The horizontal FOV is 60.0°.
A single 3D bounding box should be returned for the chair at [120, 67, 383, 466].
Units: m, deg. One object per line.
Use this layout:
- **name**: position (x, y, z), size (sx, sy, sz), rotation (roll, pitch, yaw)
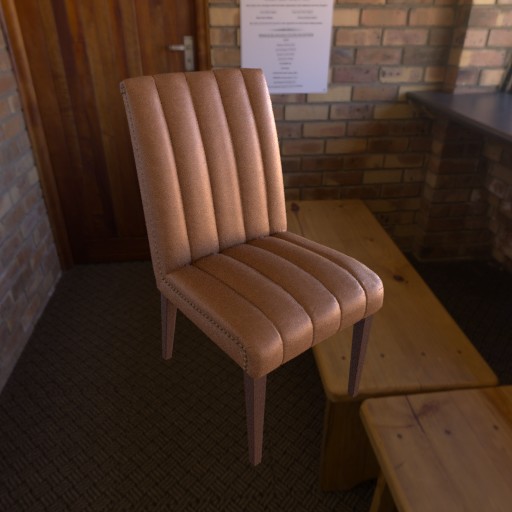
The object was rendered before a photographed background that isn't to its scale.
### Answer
- **chair**: position (0.000, 0.000, 1.374), size (0.511, 1.016, 0.647), rotation (-21, 35, -32)
